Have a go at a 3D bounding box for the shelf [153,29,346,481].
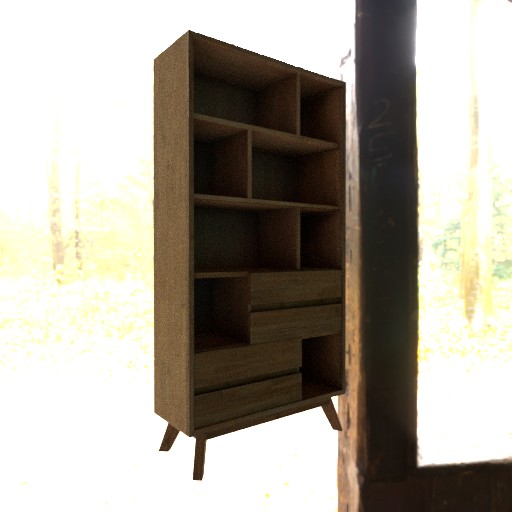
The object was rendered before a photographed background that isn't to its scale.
[{"bbox_3d":[0.000,0.000,1.770,0.748,1.471,0.308,0,1,-37],"label":"shelf"}]
